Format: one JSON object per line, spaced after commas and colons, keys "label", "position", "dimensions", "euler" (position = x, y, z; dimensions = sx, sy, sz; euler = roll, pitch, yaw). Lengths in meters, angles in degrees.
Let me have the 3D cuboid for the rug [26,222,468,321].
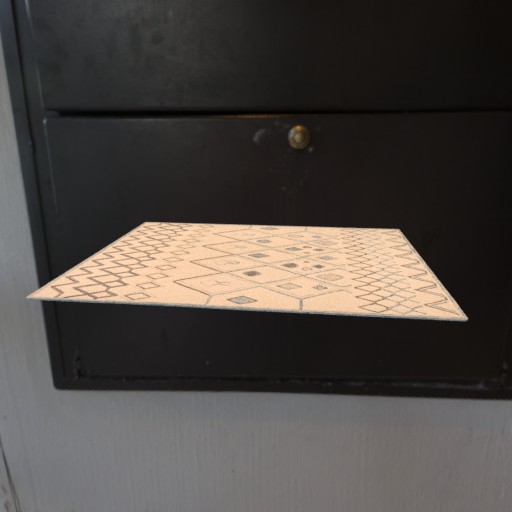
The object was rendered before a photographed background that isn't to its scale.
{"label": "rug", "position": [0.000, 0.000, 4.171], "dimensions": [3.056, 0.013, 2.441], "euler": [2, 17, 7]}
